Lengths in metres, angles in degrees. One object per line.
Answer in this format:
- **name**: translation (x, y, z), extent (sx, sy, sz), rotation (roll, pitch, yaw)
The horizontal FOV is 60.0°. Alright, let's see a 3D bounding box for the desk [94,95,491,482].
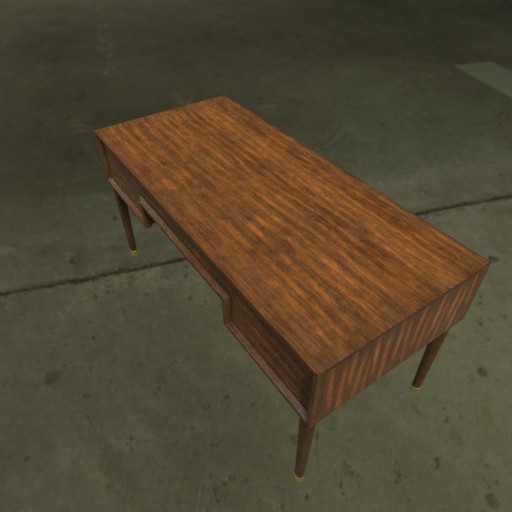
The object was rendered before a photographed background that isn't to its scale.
- **desk**: translation (0.000, 0.000, 1.971), extent (0.724, 0.762, 1.575), rotation (-25, 48, -25)
